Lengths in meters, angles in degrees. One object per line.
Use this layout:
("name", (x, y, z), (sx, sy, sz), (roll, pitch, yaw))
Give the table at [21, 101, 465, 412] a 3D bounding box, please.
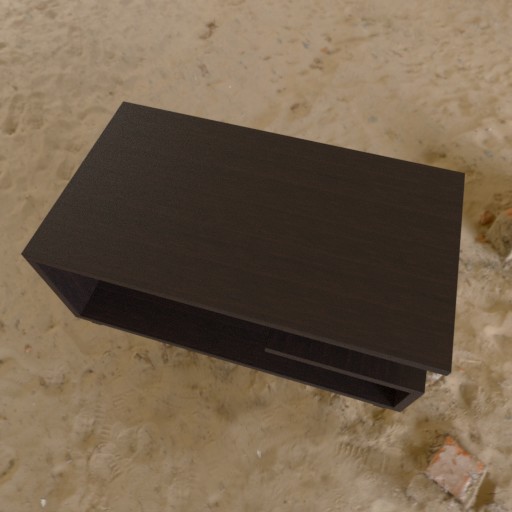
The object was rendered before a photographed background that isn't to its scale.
("table", (0.000, 0.000, 1.371), (1.050, 0.460, 0.590), (14, 60, 8))
